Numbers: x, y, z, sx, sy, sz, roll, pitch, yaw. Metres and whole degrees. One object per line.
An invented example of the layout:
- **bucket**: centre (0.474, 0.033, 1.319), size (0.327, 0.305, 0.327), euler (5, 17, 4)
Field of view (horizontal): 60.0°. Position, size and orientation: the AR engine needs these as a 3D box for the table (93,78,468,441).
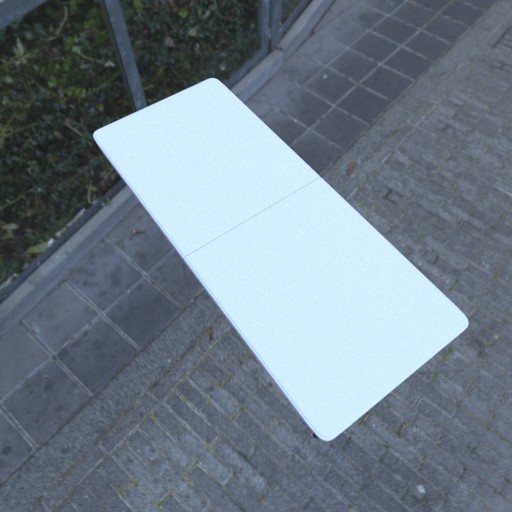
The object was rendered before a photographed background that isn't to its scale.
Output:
- **table**: centre (0.000, 0.000, 2.293), size (0.761, 0.719, 1.829), euler (-32, 64, -18)
